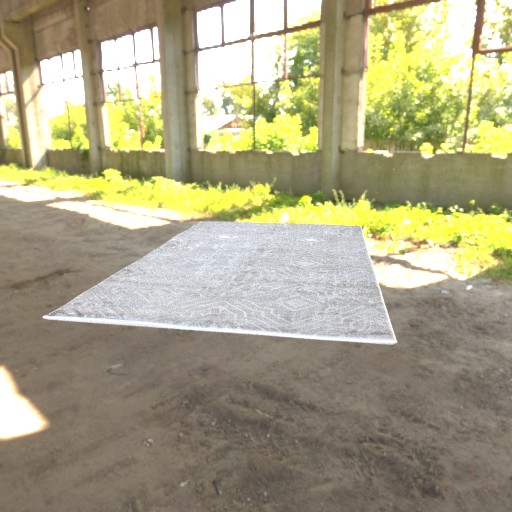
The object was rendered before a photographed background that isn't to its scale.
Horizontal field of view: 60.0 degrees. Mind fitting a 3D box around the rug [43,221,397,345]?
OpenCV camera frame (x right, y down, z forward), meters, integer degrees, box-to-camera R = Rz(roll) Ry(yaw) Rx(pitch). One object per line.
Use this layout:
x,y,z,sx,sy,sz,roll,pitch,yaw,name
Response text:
0.000,0.000,3.015,1.537,0.036,2.447,2,15,9,rug
